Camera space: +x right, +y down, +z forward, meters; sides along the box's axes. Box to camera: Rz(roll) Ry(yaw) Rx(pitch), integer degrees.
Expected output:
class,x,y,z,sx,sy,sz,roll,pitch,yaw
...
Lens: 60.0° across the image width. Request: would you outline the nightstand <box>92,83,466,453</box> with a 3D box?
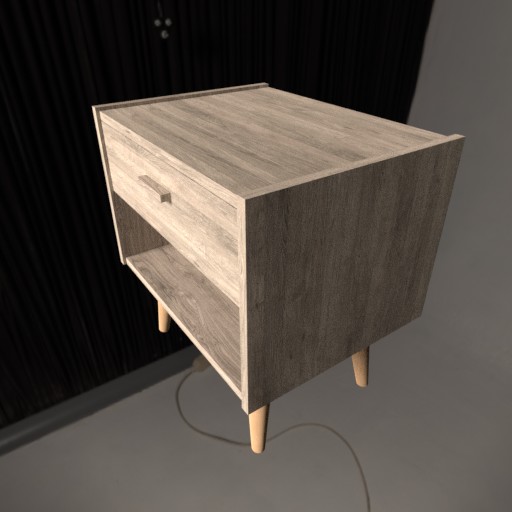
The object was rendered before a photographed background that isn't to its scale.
class,x,y,z,sx,sy,sz,roll,pitch,yaw
nightstand,0.000,0.000,0.825,0.380,0.500,0.480,-20,37,-29
